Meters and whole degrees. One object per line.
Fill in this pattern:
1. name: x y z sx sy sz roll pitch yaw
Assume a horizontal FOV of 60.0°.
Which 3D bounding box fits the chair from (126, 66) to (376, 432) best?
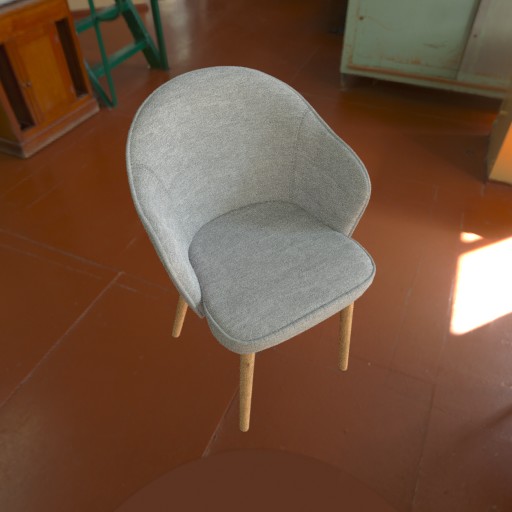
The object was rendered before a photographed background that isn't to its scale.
1. chair: 0.000 0.000 1.167 0.540 0.800 0.530 -24 50 -22
